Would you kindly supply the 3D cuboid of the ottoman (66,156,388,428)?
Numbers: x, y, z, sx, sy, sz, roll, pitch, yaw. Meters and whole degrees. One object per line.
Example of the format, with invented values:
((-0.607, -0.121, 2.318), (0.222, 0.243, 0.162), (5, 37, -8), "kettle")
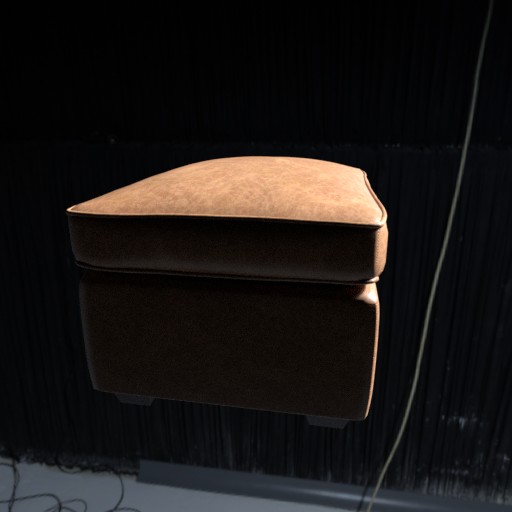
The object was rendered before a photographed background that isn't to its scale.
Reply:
((0.000, 0.000, 1.111), (0.554, 0.468, 0.756), (3, 17, 10), "ottoman")
